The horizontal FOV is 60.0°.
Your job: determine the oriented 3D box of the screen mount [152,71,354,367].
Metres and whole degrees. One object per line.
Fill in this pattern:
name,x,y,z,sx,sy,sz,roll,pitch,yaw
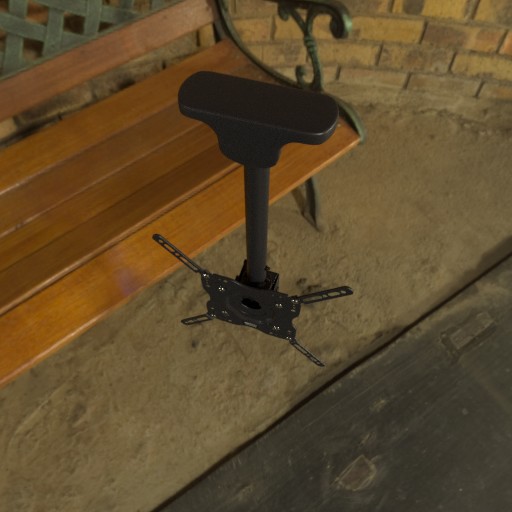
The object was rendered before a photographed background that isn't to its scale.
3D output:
screen mount,0.000,0.000,0.875,0.393,0.729,0.090,15,58,10
